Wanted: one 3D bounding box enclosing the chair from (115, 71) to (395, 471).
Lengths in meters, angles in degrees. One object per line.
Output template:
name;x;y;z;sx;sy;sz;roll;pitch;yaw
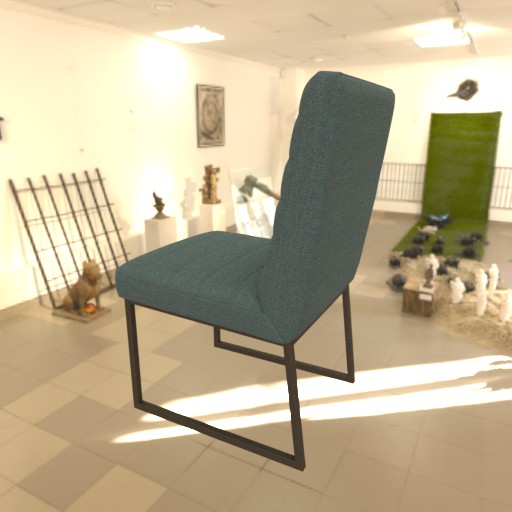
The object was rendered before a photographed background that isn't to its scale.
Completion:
chair;0.000;0.000;1.283;0.634;0.930;0.520;9;18;27
